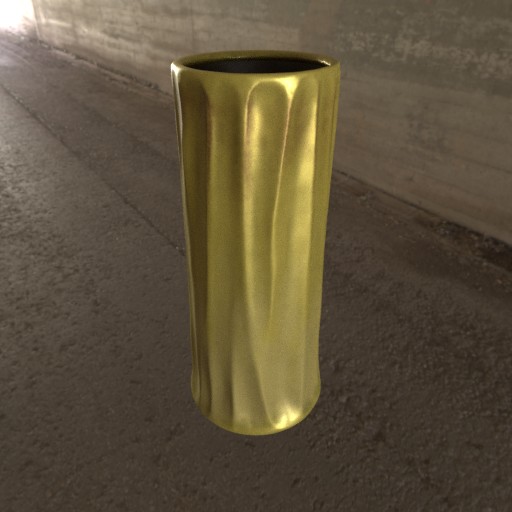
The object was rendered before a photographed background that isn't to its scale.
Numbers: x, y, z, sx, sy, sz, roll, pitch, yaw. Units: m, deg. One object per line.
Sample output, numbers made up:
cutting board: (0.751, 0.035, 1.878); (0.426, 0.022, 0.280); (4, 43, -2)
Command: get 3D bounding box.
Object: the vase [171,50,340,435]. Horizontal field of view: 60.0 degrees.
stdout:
vase: (0.000, 0.000, 0.175); (0.061, 0.143, 0.061); (0, 32, 0)
